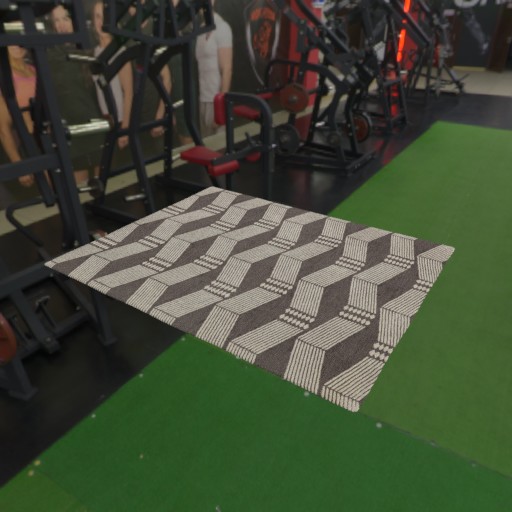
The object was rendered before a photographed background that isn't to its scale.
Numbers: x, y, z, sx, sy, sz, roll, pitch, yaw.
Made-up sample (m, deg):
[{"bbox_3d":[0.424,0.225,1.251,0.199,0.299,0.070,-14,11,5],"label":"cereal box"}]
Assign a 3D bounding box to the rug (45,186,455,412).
[{"bbox_3d":[0.000,0.000,4.185,3.048,0.016,2.438,18,34,29],"label":"rug"}]
